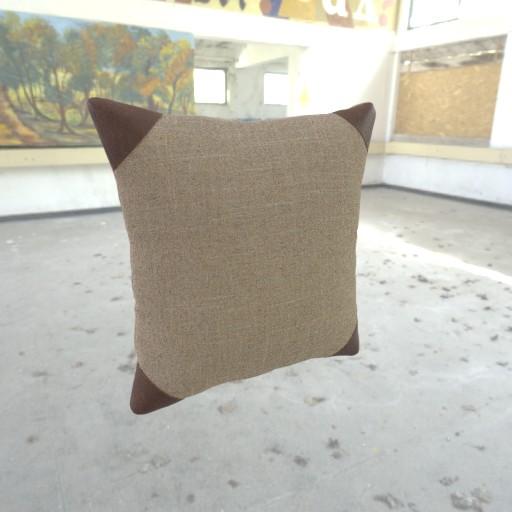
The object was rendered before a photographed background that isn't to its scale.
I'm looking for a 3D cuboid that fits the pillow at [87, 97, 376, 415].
[{"bbox_3d":[0.000,0.000,0.672,0.437,0.448,0.147,-9,19,-27],"label":"pillow"}]
